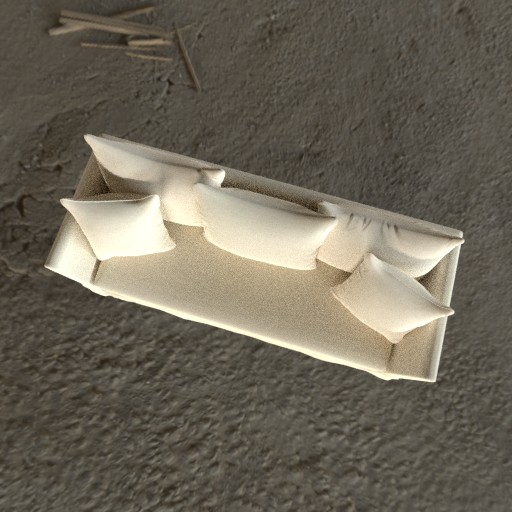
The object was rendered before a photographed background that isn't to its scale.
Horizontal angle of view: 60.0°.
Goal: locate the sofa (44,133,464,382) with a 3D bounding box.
[{"bbox_3d":[0.000,0.000,3.009,2.484,1.042,1.030,16,76,4],"label":"sofa"}]
